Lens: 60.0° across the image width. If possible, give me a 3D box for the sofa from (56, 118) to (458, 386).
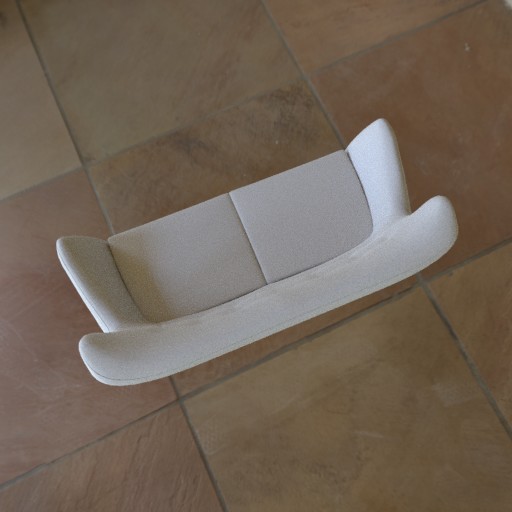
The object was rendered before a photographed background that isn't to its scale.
[{"bbox_3d":[0.000,0.000,2.458,1.930,0.890,0.899,-21,77,-5],"label":"sofa"}]
